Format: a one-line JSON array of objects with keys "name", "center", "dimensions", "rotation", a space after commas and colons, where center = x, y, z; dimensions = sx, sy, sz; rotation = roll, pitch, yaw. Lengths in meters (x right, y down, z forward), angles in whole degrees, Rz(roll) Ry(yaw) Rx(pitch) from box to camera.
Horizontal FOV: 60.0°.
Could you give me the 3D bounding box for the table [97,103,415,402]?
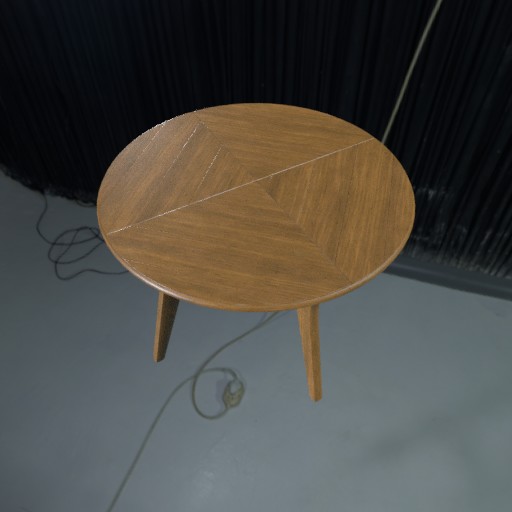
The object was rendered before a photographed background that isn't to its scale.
[{"name": "table", "center": [0.000, 0.000, 1.780], "dimensions": [1.055, 0.757, 1.055], "rotation": [0, 47, 0]}]
